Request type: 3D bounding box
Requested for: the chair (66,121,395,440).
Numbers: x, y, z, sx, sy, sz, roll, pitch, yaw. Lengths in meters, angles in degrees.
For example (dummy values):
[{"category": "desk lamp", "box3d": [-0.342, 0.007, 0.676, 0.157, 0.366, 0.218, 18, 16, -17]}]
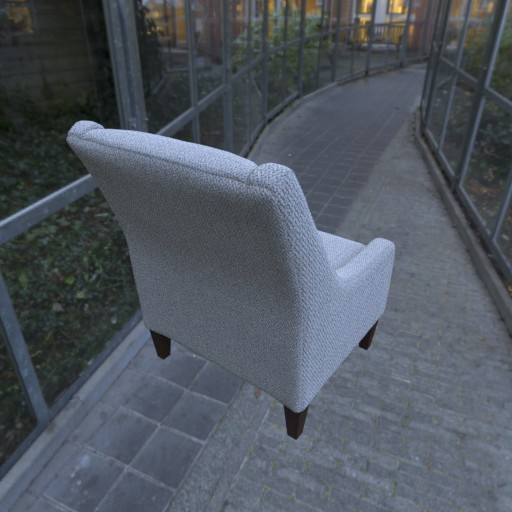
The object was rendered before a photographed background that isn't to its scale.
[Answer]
[{"category": "chair", "box3d": [0.000, 0.000, 1.626, 0.774, 1.014, 0.870, 20, 35, 31]}]
